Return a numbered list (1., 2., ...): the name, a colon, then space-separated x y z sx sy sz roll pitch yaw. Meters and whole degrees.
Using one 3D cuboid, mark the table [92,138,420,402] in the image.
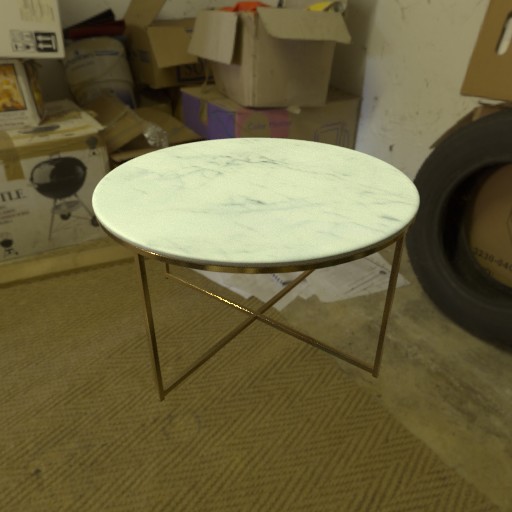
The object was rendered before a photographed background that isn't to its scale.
1. table: 0.000 0.000 1.246 0.800 0.450 0.800 0 30 0
